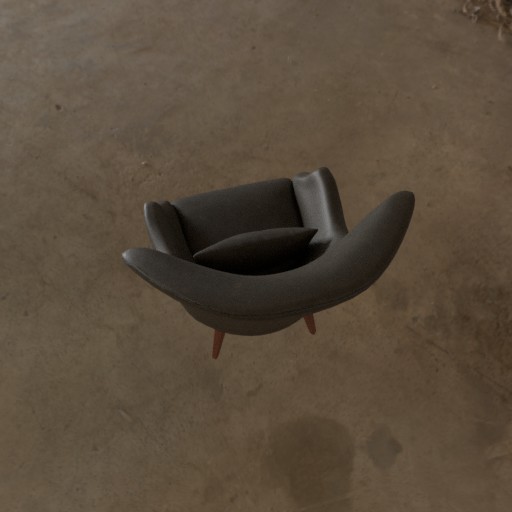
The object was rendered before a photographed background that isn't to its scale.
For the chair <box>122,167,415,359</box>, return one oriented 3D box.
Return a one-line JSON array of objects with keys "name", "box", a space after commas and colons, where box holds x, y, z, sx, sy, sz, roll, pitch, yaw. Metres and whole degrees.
[{"name": "chair", "box": [0.000, 0.000, 1.703, 0.819, 1.068, 0.954, -13, 60, -7]}]
